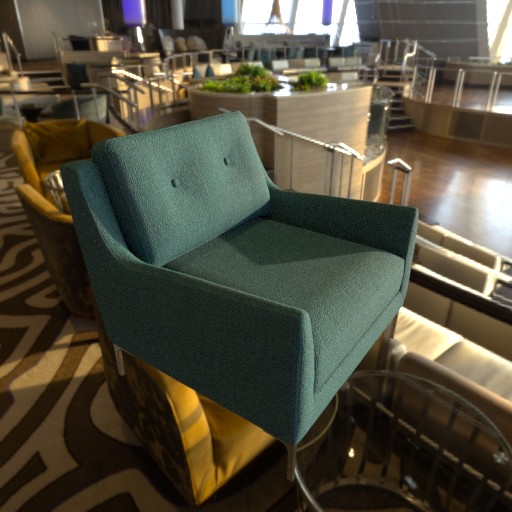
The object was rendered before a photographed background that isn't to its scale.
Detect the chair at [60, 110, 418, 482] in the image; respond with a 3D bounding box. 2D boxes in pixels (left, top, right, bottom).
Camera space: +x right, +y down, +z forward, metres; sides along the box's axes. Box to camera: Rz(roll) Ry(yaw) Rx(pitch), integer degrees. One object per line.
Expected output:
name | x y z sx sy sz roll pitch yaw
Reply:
chair | 0.000 0.000 1.527 0.849 0.828 0.847 18 33 31
